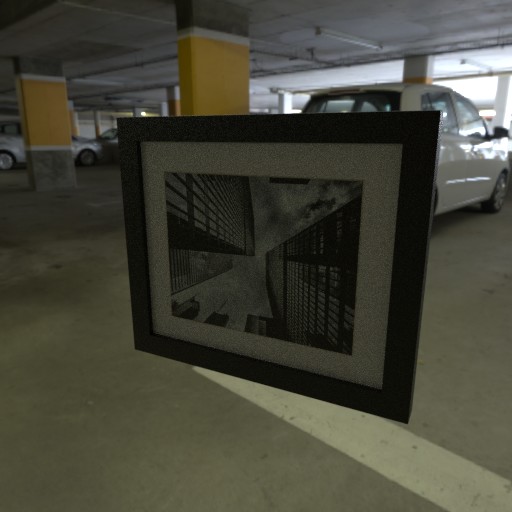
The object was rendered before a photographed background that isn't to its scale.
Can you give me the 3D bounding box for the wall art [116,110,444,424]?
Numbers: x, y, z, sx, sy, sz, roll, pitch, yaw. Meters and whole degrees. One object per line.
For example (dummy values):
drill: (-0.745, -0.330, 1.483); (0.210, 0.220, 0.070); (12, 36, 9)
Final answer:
wall art: (0.000, 0.000, 0.529); (0.381, 0.321, 0.028); (8, 17, 26)
